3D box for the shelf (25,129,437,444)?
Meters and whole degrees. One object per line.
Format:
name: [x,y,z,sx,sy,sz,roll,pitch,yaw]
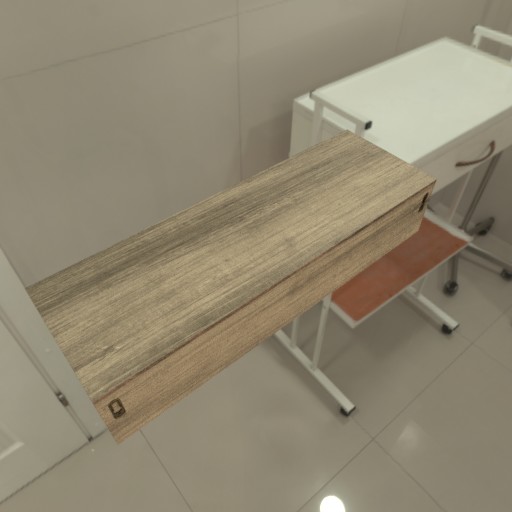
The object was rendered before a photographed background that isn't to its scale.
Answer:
shelf: [0.000,0.000,0.697,0.610,0.125,0.200,-31,54,-26]
